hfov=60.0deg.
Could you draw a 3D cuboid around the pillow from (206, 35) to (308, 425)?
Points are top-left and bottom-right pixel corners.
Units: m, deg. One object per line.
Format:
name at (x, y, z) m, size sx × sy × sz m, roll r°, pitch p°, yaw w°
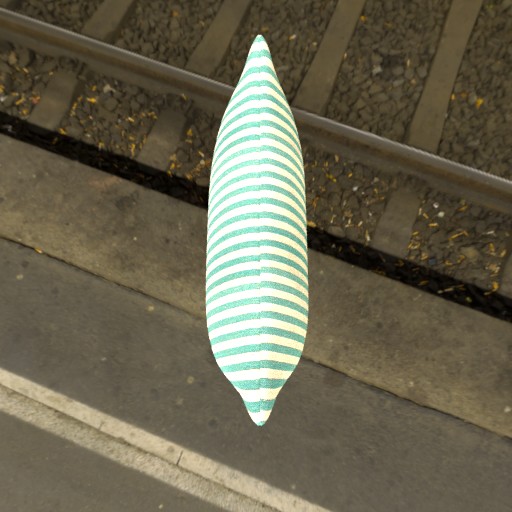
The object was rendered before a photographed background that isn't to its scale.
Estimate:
pillow at (0.000, 0.000, 0.798) m, size 0.166 × 0.510 × 0.523 m, roll 0°, pitch 75°, yaw 0°
